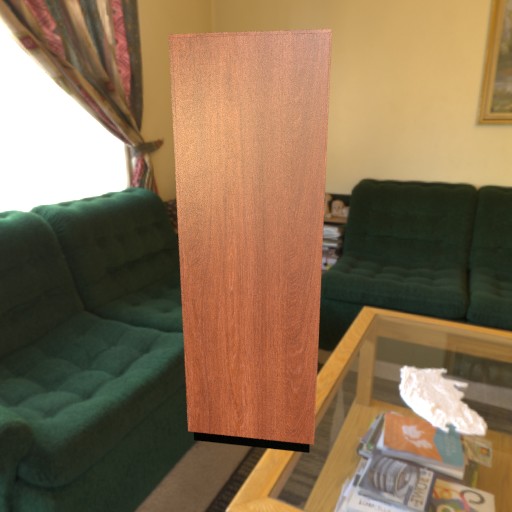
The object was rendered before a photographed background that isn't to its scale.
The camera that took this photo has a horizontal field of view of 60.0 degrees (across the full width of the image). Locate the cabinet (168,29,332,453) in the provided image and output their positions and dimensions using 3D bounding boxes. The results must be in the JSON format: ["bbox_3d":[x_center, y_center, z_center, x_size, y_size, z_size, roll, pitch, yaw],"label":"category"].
[{"bbox_3d":[0.000,0.000,2.240,0.660,1.980,0.420,3,16,9],"label":"cabinet"}]
